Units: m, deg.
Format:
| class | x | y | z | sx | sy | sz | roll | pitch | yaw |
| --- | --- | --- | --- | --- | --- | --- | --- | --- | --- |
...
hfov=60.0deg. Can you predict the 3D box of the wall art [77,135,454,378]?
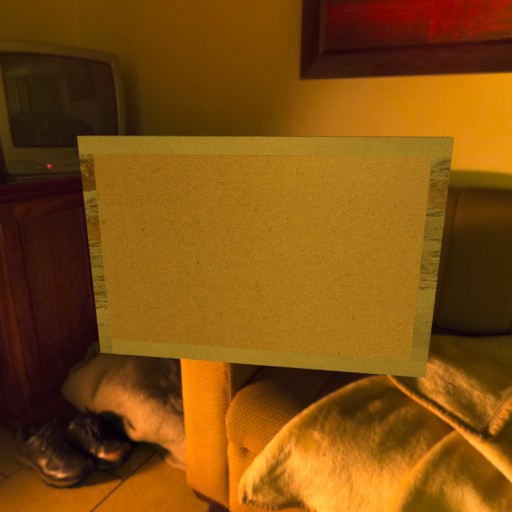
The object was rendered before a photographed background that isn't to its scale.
| class | x | y | z | sx | sy | sz | roll | pitch | yaw |
| --- | --- | --- | --- | --- | --- | --- | --- | --- | --- |
| wall art | 0.000 | 0.000 | 0.781 | 0.606 | 0.407 | 0.041 | 2 | 16 | 8 |
